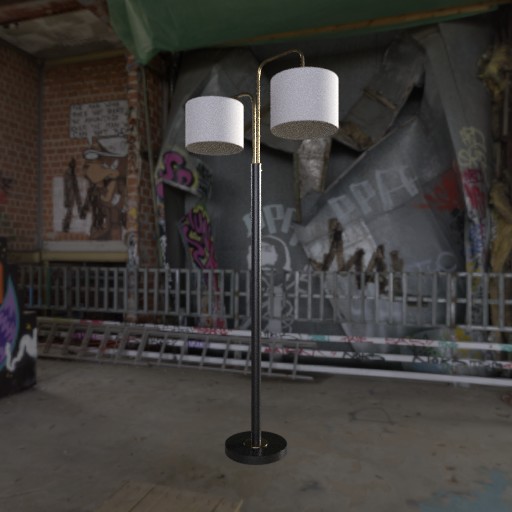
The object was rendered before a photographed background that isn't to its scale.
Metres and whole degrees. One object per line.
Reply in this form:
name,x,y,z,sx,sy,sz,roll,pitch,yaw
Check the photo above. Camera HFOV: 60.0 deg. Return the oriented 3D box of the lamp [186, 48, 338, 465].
lamp,0.000,0.000,1.812,0.711,1.587,0.254,0,0,37
